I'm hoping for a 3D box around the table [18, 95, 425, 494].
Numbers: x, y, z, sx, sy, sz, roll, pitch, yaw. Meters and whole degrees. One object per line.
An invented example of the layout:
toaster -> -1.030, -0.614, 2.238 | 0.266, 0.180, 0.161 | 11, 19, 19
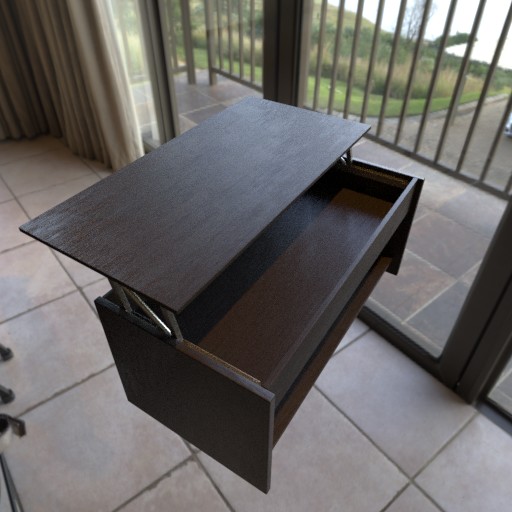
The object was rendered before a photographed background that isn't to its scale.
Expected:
table -> 0.000, 0.000, 1.419 | 0.712, 0.570, 1.000 | 23, 46, 24
